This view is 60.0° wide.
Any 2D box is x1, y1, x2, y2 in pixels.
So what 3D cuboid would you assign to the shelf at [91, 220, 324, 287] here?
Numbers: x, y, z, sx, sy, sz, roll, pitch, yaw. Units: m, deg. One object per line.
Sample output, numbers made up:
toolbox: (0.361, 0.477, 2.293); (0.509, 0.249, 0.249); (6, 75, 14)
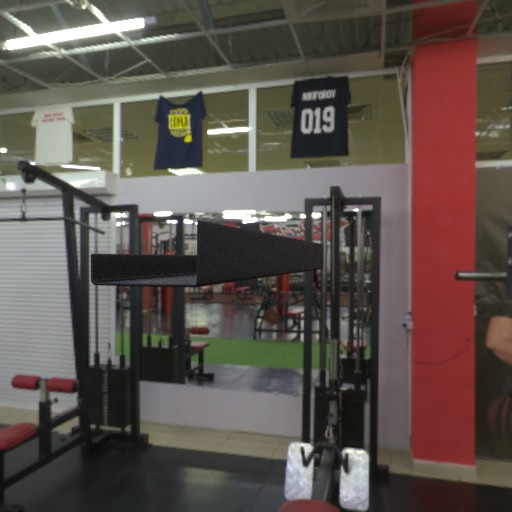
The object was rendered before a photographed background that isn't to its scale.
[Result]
shelf: (0.000, 0.000, 0.647); (0.102, 0.053, 0.605); (0, 0, 18)
